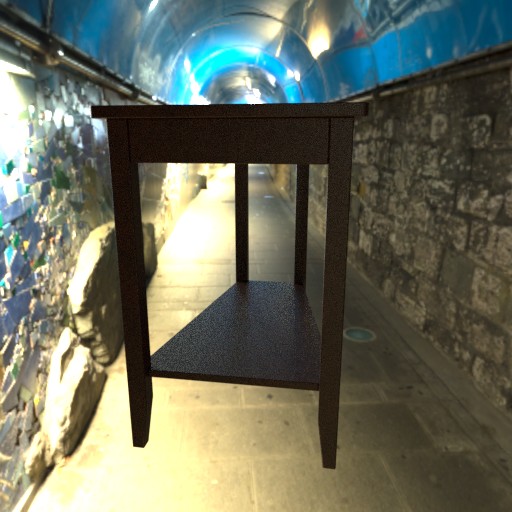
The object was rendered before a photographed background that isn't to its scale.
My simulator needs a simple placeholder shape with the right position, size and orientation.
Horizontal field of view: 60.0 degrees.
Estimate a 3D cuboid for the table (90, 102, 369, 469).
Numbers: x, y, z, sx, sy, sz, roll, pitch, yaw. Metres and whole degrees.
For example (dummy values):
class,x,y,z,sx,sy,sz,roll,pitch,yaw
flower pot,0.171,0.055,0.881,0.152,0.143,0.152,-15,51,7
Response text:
class,x,y,z,sx,sy,sz,roll,pitch,yaw
table,0.000,0.000,0.975,0.399,0.589,0.605,2,15,9
